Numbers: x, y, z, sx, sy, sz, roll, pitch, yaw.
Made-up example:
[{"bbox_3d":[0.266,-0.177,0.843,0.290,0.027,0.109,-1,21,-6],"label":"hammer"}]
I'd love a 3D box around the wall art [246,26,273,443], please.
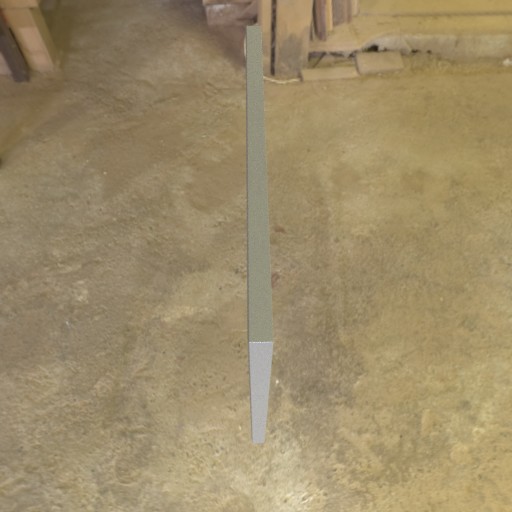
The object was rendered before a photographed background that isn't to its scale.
[{"bbox_3d":[0.000,0.000,1.197,0.038,0.807,0.809,-1,58,0],"label":"wall art"}]
